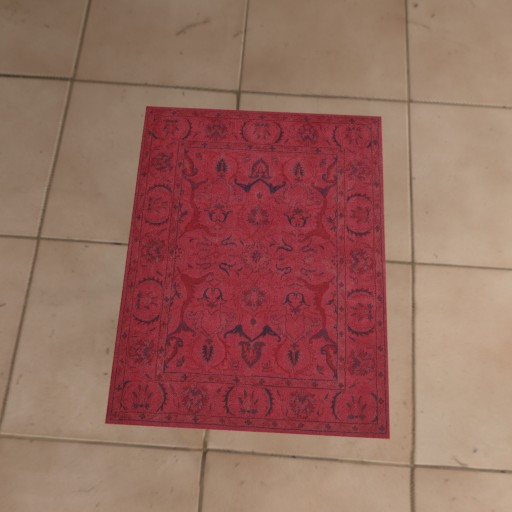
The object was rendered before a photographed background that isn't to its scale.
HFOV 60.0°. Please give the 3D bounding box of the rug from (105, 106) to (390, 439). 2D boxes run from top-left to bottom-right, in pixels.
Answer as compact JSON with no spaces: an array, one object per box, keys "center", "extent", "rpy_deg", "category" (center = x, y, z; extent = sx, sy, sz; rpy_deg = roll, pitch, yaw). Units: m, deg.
[{"center":[0.000,0.000,3.945],"extent":[2.300,0.012,2.929],"rpy_deg":[3,75,1],"category":"rug"}]
